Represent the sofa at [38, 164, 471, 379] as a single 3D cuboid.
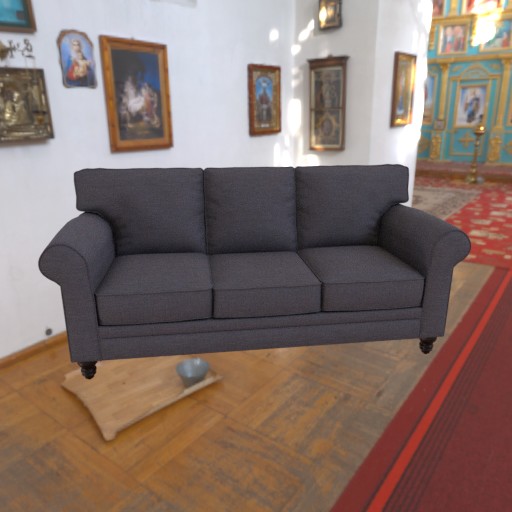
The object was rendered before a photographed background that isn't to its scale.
[{"bbox_3d":[0.000,0.000,2.535,2.084,0.966,0.909,-2,17,-8],"label":"sofa"}]
